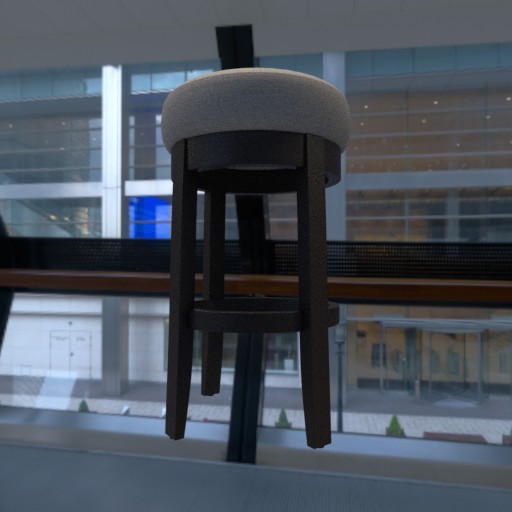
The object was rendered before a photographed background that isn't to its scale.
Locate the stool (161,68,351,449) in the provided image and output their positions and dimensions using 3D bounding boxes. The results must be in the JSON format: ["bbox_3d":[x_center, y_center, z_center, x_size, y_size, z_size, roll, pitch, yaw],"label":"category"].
[{"bbox_3d":[0.000,0.000,1.050,0.443,0.757,0.443,0,-1,0],"label":"stool"}]
